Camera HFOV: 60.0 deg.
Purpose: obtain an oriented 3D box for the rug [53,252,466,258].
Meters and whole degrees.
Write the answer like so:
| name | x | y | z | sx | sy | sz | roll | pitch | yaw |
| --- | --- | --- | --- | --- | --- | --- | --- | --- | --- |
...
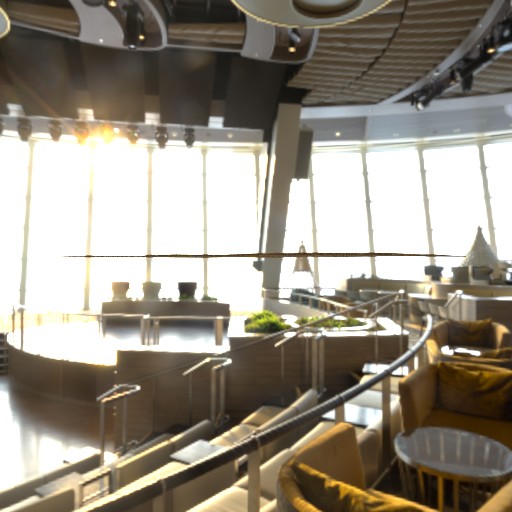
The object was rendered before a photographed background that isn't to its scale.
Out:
| name | x | y | z | sx | sy | sz | roll | pitch | yaw |
| --- | --- | --- | --- | --- | --- | --- | --- | --- | --- |
| rug | 0.000 | 0.000 | 2.230 | 1.761 | 0.013 | 1.152 | 0 | -1 | 35 |
